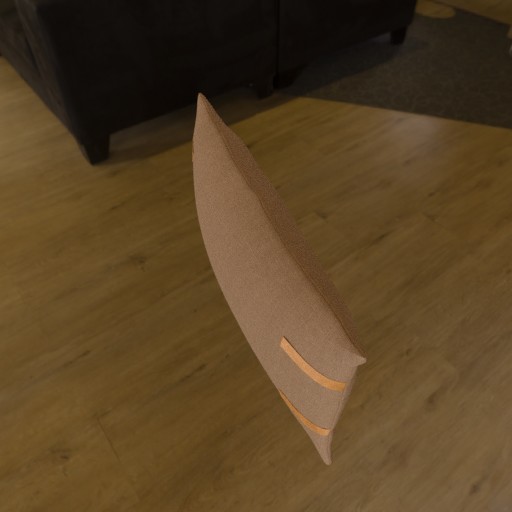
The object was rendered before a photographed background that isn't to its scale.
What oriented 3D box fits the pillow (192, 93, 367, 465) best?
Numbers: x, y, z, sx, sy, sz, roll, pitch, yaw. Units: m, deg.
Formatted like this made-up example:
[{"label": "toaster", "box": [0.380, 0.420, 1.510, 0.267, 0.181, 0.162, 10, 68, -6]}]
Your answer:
[{"label": "pillow", "box": [0.000, 0.000, 0.744, 0.148, 0.308, 0.612, -16, 49, -14]}]
